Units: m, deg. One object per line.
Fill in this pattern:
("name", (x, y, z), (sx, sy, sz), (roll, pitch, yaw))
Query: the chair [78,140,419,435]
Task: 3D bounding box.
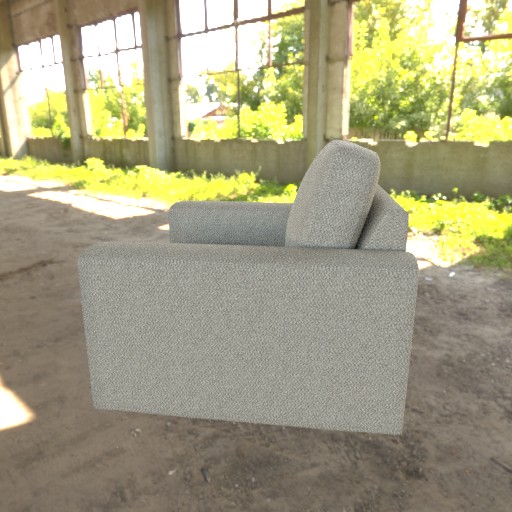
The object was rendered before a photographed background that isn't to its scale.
("chair", (0.000, 0.000, 1.744), (1.016, 0.873, 1.005), (2, 16, 8))
